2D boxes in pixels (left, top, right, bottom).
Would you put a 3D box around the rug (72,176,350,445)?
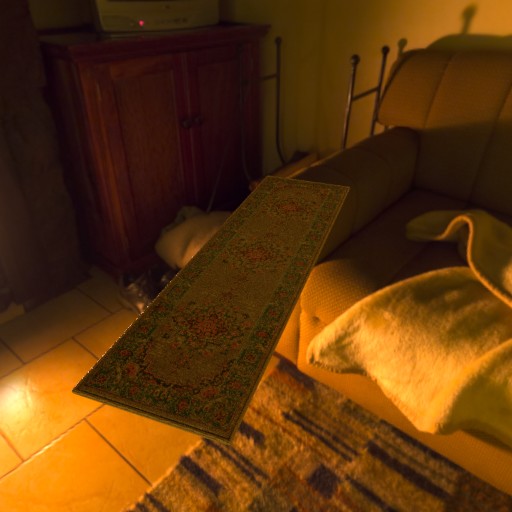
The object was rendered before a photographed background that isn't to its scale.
[{"bbox_3d":[0.000,0.000,2.497,0.659,0.019,2.297,11,34,17],"label":"rug"}]
